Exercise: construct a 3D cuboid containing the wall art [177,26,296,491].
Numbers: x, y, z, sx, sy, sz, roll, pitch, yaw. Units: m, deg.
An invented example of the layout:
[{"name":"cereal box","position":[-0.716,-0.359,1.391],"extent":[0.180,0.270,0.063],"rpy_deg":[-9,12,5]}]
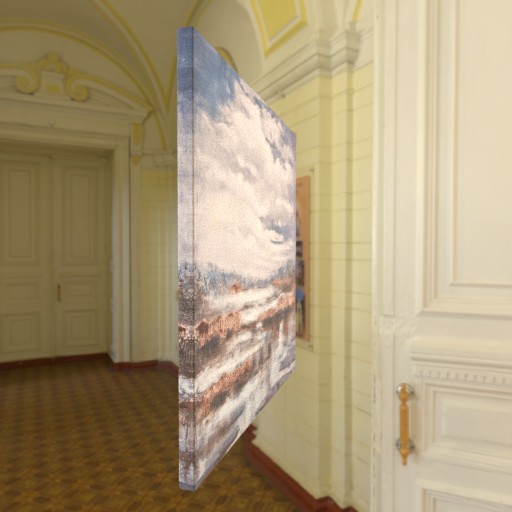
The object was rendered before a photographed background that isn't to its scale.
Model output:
[{"name":"wall art","position":[0.000,0.000,1.453],"extent":[0.040,1.020,1.010],"rpy_deg":[1,2,18]}]
